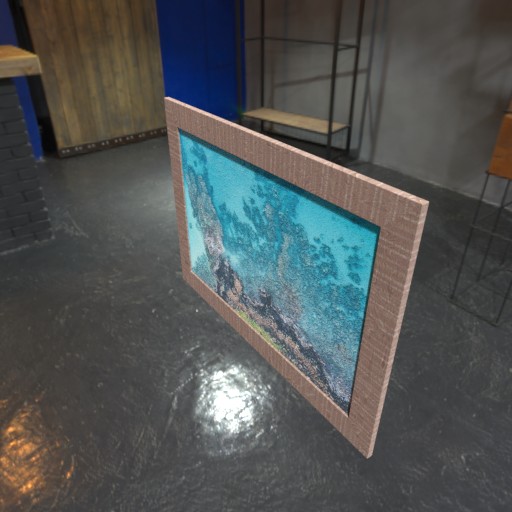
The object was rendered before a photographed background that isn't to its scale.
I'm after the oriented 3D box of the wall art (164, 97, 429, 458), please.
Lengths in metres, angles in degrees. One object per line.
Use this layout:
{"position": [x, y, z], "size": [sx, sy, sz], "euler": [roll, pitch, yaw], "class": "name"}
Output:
{"position": [0.000, 0.000, 1.371], "size": [0.020, 0.761, 1.056], "euler": [-21, 38, -30], "class": "wall art"}
